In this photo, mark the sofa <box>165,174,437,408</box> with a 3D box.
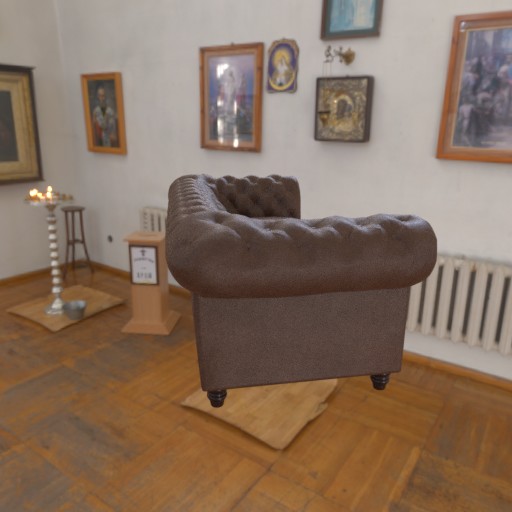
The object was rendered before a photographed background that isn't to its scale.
[{"bbox_3d":[0.000,0.000,2.476,0.955,0.784,2.048,-3,15,-10],"label":"sofa"}]
